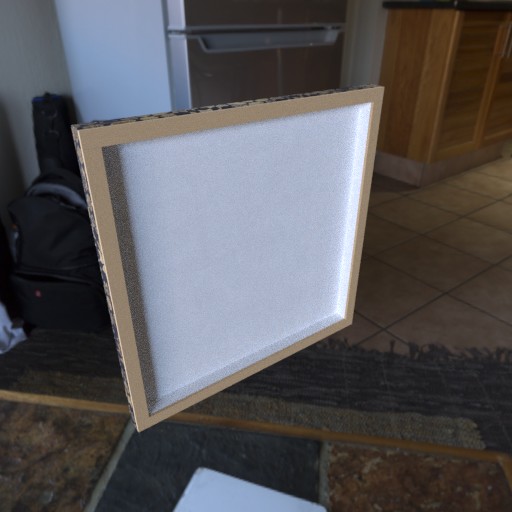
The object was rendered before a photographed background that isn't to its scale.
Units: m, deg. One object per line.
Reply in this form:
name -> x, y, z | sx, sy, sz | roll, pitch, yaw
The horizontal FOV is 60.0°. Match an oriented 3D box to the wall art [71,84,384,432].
wall art -> 0.000, 0.000, 0.915 | 0.612, 0.612, 0.038 | -19, 35, -30
